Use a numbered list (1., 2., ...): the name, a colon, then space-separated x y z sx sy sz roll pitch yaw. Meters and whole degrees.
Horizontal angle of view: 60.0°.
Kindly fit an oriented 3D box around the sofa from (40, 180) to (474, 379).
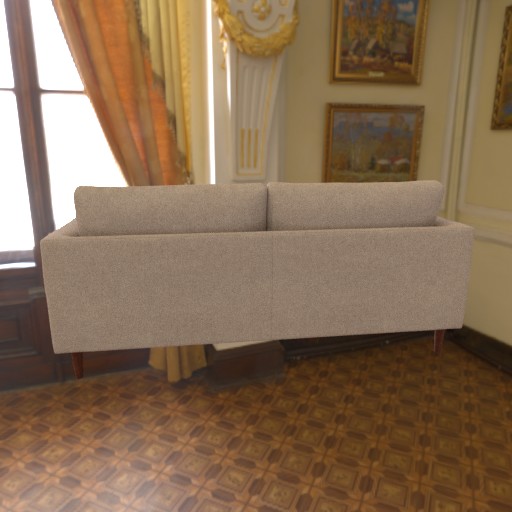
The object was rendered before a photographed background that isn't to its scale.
1. sofa: 0.000 0.000 2.466 1.948 0.868 1.020 -2 15 -8
